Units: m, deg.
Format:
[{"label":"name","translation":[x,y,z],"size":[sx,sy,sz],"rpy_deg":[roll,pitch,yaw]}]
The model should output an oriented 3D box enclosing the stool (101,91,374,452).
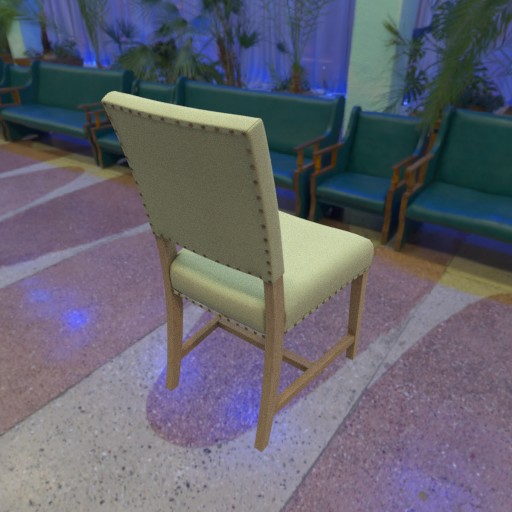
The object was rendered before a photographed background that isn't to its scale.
[{"label":"stool","translation":[0.000,0.000,1.348],"size":[0.508,0.986,0.623],"rpy_deg":[21,37,31]}]
